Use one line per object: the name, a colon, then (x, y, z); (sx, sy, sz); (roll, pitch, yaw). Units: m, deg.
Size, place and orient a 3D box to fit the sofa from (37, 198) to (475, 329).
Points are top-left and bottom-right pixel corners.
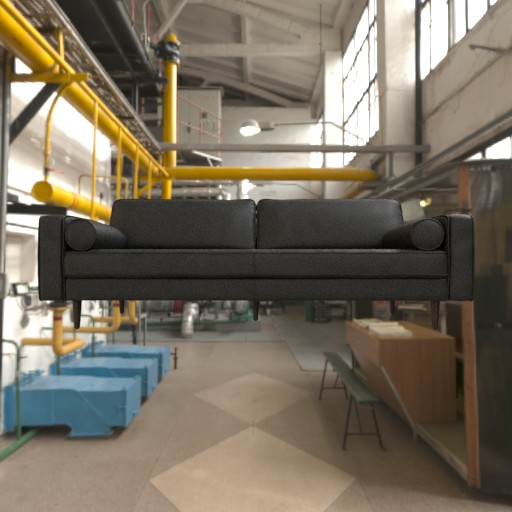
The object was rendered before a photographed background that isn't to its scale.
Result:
sofa: (0.000, 0.000, 2.626); (2.210, 0.762, 0.914); (0, -1, 1)
